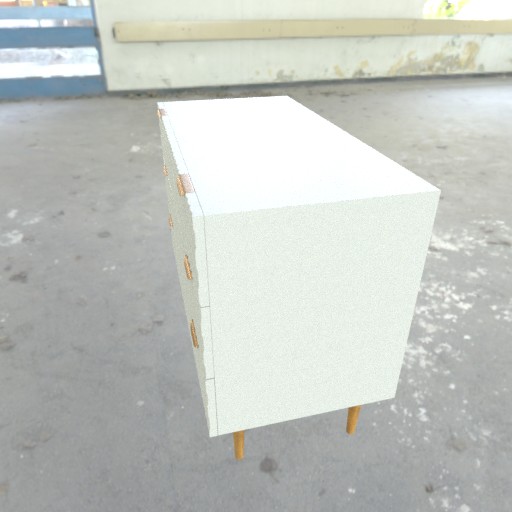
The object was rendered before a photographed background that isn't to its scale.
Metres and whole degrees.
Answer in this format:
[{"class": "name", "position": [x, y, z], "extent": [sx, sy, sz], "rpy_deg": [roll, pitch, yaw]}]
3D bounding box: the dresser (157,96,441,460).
[{"class": "dresser", "position": [0.000, 0.000, 1.309], "extent": [0.457, 0.721, 0.905], "rpy_deg": [-7, 31, -12]}]
